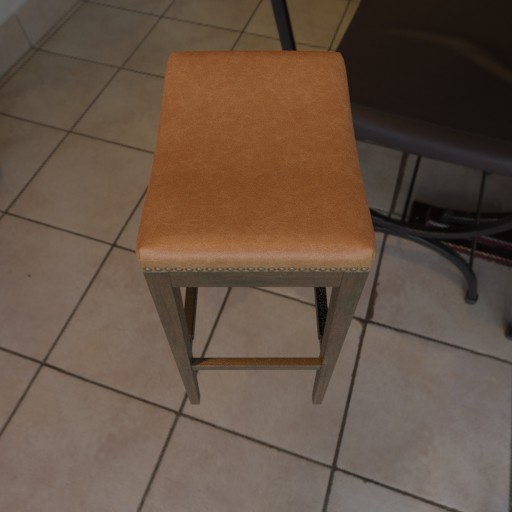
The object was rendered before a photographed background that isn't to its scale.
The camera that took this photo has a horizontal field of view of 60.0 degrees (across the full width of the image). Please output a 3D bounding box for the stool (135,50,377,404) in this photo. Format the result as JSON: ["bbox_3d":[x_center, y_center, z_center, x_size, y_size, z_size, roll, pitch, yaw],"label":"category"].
[{"bbox_3d":[0.000,0.000,1.042,0.361,0.759,0.500,0,58,0],"label":"stool"}]
